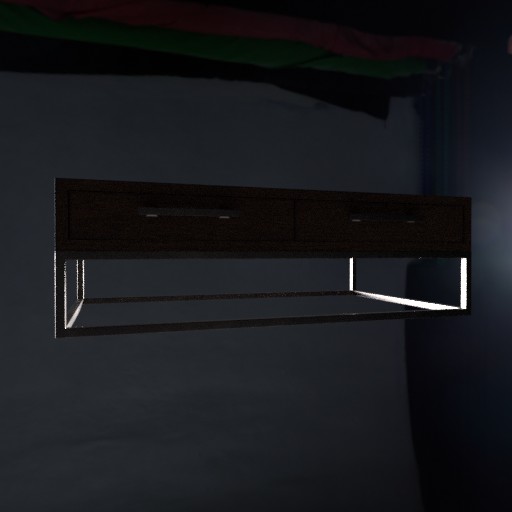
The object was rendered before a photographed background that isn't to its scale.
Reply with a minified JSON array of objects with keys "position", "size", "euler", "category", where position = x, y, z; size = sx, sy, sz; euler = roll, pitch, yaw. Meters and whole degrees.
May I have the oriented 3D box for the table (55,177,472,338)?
[{"position":[0.000,0.000,1.494],"size":[1.167,0.361,0.719],"euler":[0,1,-18],"category":"table"}]
